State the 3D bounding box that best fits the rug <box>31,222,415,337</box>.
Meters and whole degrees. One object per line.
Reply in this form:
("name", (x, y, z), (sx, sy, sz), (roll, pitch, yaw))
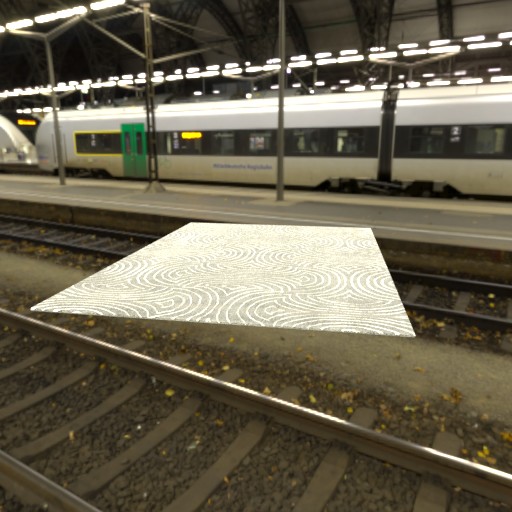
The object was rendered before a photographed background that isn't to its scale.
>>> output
("rug", (0.000, 0.000, 2.749), (1.543, 0.015, 2.144), (2, 14, 10))
